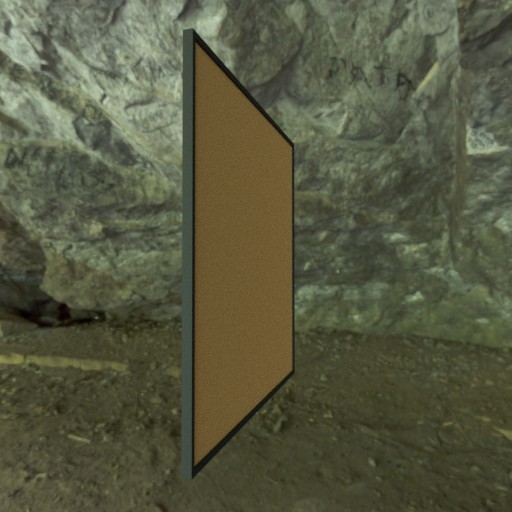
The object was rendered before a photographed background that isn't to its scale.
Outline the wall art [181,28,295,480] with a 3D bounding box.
[{"bbox_3d":[0.000,0.000,0.668,0.013,0.457,0.458,0,-1,18],"label":"wall art"}]
